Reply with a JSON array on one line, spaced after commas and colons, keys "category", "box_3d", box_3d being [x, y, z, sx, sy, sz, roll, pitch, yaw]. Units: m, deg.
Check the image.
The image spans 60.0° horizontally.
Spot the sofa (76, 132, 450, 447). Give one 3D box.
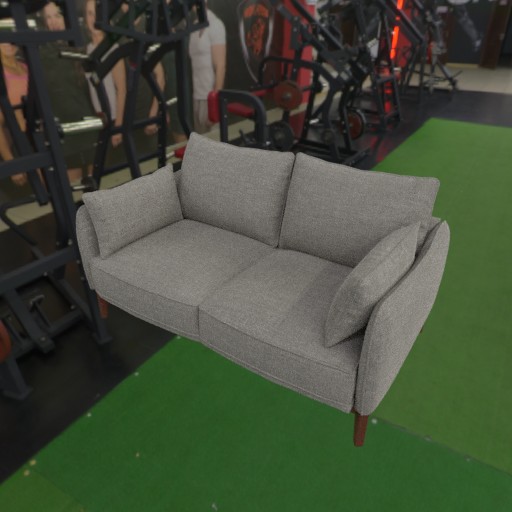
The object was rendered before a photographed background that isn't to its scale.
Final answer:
[{"category": "sofa", "box_3d": [0.000, 0.000, 2.136, 1.580, 0.851, 0.972, 18, 34, 29]}]
